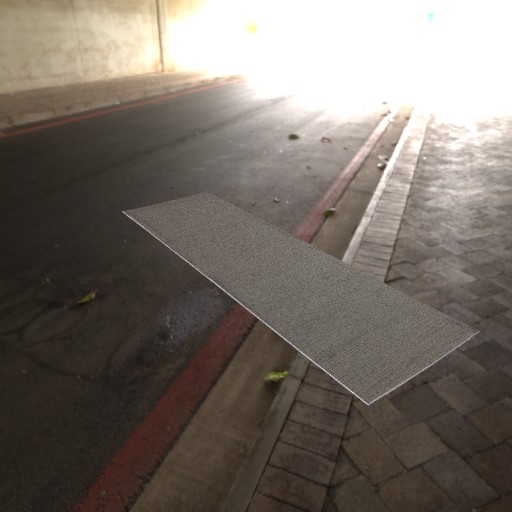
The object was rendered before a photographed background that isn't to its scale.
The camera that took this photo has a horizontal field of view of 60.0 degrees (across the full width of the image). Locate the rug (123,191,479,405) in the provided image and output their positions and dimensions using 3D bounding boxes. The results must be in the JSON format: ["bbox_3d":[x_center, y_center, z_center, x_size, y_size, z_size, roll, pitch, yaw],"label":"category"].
[{"bbox_3d":[0.000,0.000,2.642,0.741,0.014,2.390,-18,32,-32],"label":"rug"}]
